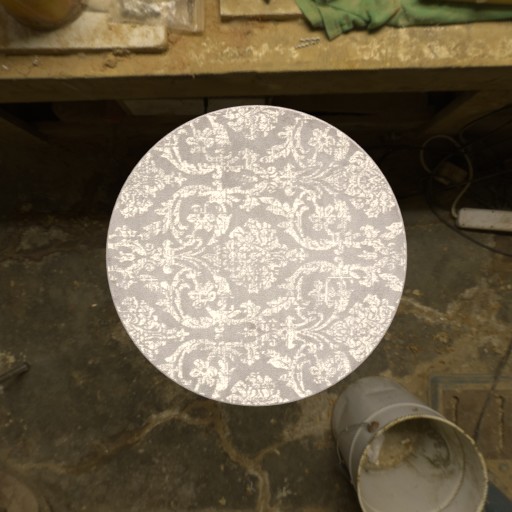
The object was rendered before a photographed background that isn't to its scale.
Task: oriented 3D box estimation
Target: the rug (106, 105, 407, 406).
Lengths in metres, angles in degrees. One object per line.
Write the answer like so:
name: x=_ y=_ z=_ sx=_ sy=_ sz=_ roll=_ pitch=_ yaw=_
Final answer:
rug: x=0.000 y=0.000 z=2.345 sx=1.593 sy=0.012 sz=1.593 roll=0 pitch=90 yaw=1
